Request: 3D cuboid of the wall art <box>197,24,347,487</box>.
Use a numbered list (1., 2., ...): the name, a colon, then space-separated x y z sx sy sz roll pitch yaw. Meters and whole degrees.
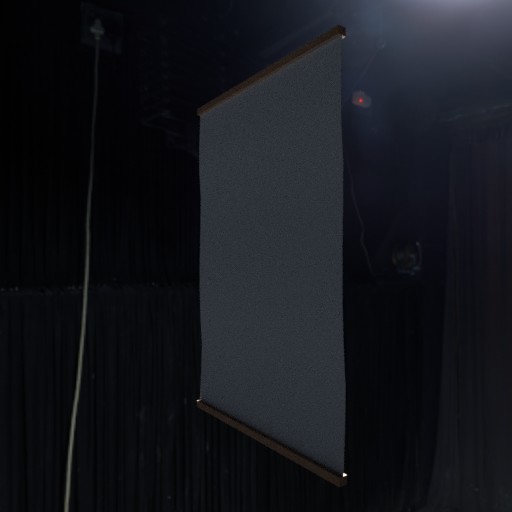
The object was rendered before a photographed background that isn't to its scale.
1. wall art: 0.000 0.000 0.626 0.012 0.508 0.332 1 -1 -35
